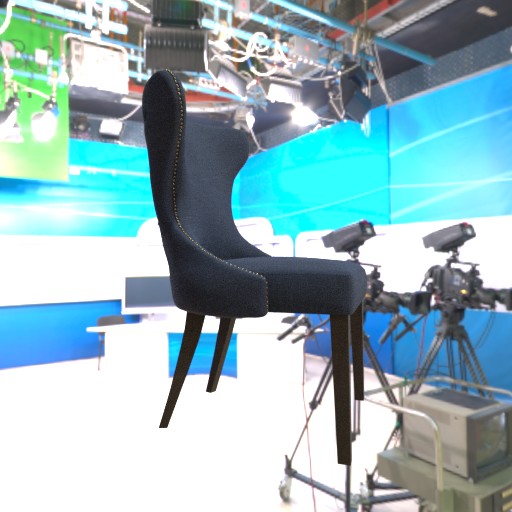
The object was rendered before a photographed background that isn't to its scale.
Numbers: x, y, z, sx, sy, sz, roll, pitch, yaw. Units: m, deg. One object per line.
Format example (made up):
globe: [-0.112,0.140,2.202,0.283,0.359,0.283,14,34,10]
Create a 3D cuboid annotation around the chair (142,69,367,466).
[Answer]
chair: [0.000,0.000,1.353,0.635,0.967,0.628,0,0,17]
